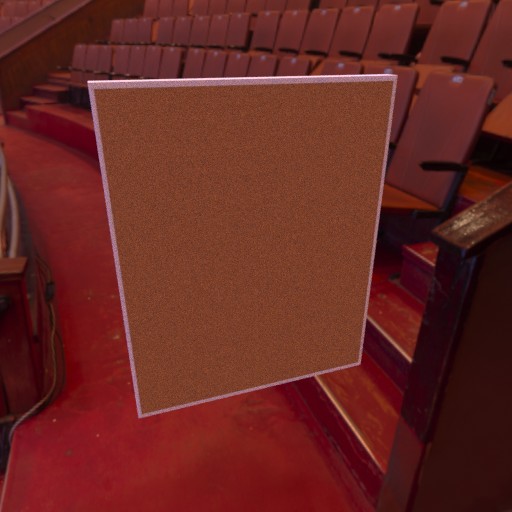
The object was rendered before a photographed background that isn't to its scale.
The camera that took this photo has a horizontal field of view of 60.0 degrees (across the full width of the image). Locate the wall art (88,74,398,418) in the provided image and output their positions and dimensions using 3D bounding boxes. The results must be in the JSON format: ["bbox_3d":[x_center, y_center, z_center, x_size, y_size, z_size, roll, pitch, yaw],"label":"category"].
[{"bbox_3d":[0.000,0.000,0.734,0.443,0.549,0.030,-8,27,-17],"label":"wall art"}]
